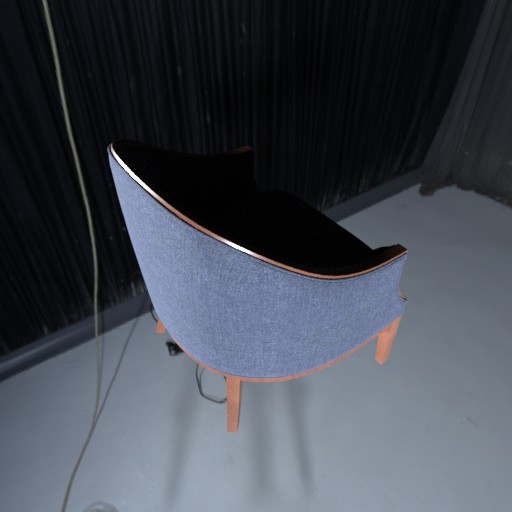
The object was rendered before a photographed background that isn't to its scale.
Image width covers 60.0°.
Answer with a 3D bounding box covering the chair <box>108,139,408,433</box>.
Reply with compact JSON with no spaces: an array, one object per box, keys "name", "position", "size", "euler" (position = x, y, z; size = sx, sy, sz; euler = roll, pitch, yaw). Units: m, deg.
[{"name":"chair","position":[0.000,0.000,1.482],"size":[0.735,0.876,0.803],"euler":[-26,48,-27]}]
